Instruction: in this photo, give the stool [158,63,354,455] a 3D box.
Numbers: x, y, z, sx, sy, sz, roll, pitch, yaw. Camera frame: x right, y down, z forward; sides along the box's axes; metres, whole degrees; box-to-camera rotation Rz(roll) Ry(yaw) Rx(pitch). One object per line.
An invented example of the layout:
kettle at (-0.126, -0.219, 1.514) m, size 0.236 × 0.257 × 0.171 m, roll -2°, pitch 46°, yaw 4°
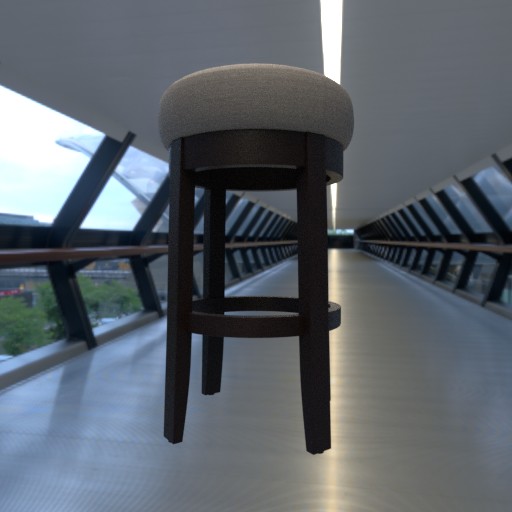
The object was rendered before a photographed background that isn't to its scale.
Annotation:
stool at (0.000, 0.000, 1.029) m, size 0.443 × 0.757 × 0.443 m, roll 0°, pitch 1°, yaw 0°
